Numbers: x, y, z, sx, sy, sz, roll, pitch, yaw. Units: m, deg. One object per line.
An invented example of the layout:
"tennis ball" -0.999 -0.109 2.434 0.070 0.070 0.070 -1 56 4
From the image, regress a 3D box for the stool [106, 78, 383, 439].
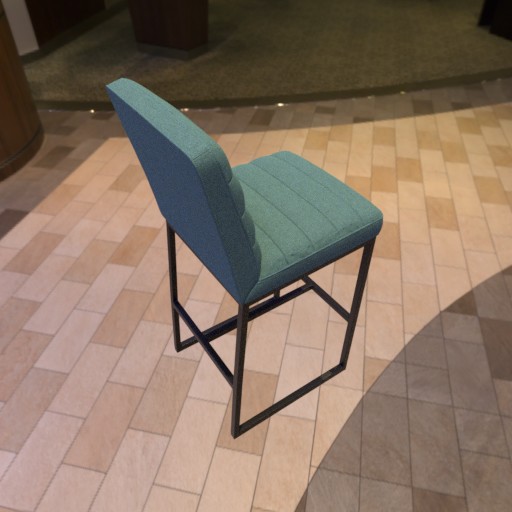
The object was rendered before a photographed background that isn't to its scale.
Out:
"stool" 0.000 0.000 1.340 0.560 1.040 0.460 -23 46 -25
